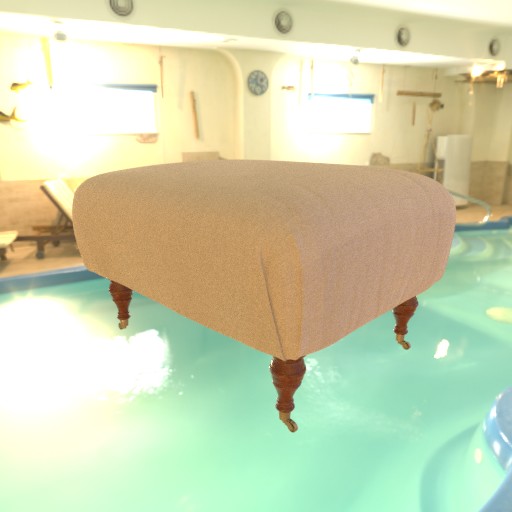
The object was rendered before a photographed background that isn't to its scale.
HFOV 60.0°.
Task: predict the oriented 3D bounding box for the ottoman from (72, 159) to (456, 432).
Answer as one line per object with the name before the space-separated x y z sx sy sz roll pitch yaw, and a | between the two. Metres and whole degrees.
ottoman | 0.000 0.000 1.075 0.746 0.450 0.622 15 22 42
